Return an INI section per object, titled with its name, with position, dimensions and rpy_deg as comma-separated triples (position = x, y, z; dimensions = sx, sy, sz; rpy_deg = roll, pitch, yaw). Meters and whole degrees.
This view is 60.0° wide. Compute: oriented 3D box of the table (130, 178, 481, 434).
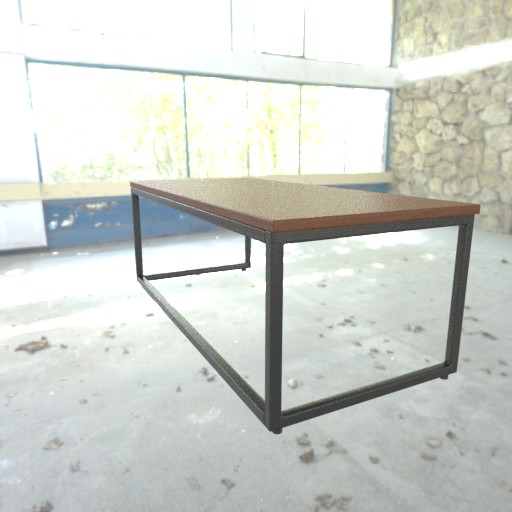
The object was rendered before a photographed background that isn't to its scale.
[table]
position = 0.000, 0.000, 1.343
dimensions = 0.500, 0.400, 1.100
rpy_deg = -7, 15, -26
